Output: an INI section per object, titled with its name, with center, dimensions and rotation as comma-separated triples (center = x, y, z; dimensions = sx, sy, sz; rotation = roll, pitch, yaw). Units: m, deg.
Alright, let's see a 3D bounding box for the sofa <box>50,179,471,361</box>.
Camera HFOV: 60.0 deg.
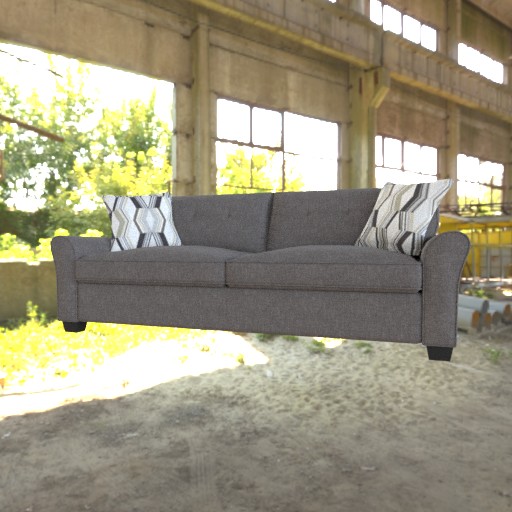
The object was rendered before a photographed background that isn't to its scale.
[sofa]
center = 0.000, 0.000, 2.425
dimensions = 2.032, 0.813, 0.889
rotation = 0, 1, 19
